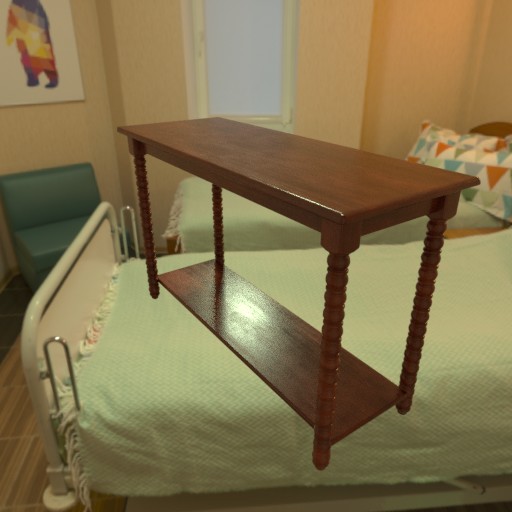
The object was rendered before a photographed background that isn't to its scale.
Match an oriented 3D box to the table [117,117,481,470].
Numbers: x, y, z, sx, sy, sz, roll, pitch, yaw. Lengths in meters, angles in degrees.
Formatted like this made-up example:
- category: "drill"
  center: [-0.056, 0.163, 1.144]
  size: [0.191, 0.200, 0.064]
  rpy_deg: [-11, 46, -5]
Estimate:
- category: "table"
  center: [0.000, 0.000, 1.503]
  size: [0.459, 0.740, 1.184]
  rpy_deg: [-17, 30, -31]
